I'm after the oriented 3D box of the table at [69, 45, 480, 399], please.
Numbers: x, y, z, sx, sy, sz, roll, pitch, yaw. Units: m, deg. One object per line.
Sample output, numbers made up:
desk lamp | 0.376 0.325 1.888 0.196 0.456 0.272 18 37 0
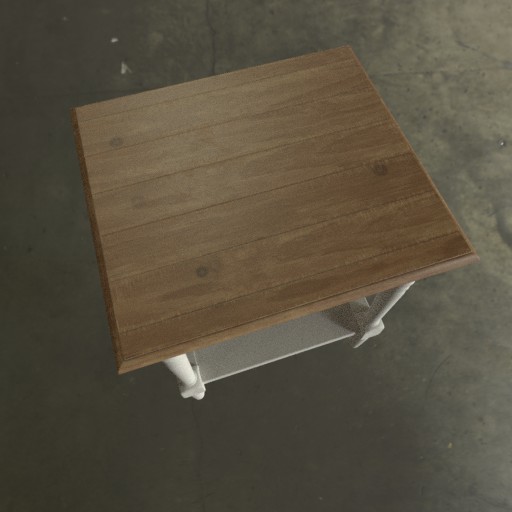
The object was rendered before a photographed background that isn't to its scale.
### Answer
table | 0.000 0.000 0.919 0.508 0.561 0.457 -16 65 -8
